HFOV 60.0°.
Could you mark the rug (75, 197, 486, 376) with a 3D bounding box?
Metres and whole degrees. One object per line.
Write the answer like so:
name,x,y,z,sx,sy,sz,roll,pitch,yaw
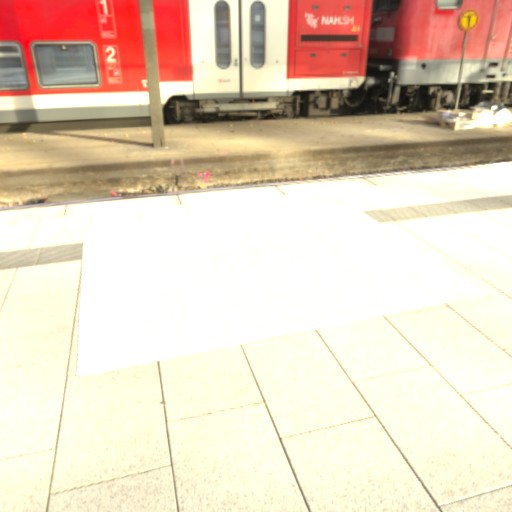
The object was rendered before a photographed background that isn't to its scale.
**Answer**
rug,0.000,0.000,3.875,2.897,0.035,2.277,-8,28,-16
